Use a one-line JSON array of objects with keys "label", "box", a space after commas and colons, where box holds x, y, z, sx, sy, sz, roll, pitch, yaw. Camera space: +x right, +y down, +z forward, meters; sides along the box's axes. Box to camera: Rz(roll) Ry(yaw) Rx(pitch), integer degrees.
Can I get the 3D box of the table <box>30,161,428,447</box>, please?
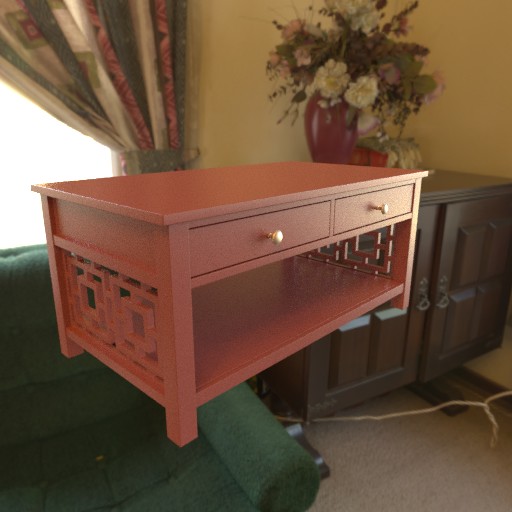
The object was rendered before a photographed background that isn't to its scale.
[{"label": "table", "box": [0.000, 0.000, 1.391, 0.612, 0.493, 1.068, 15, 22, 42]}]
